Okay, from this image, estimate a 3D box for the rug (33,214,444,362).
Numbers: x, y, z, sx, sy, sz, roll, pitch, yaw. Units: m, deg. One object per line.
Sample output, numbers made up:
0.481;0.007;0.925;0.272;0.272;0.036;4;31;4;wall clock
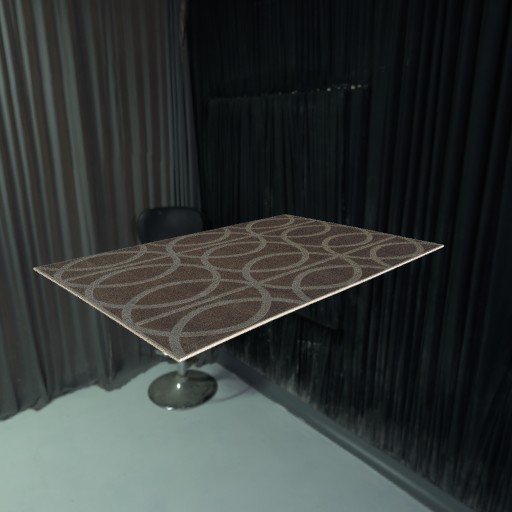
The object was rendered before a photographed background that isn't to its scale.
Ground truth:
0.000;0.000;2.925;2.290;0.014;1.526;-16;23;-42;rug
